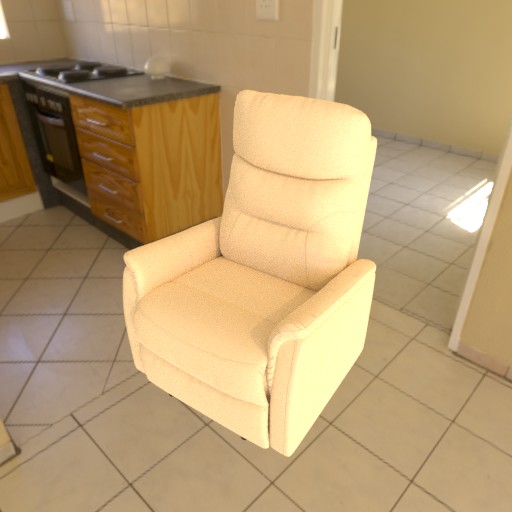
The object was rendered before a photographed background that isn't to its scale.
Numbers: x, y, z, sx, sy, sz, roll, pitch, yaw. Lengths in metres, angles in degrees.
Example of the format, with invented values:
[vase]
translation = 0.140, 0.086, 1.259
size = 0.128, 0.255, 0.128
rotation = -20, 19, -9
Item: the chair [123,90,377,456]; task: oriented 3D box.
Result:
[chair]
translation = 0.000, 0.000, 1.695
size = 0.775, 1.082, 0.831
rotation = 19, 36, 29
